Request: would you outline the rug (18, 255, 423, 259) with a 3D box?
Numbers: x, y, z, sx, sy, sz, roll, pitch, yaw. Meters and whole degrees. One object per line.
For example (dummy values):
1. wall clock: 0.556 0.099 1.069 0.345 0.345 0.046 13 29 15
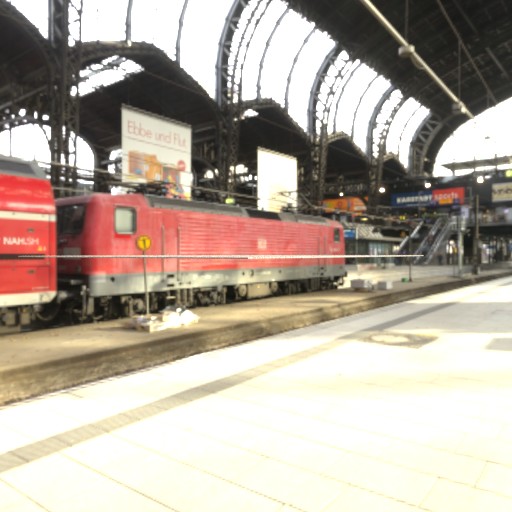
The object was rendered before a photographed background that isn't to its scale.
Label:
1. rug: 0.000 0.000 2.298 1.217 0.005 1.818 0 0 35
